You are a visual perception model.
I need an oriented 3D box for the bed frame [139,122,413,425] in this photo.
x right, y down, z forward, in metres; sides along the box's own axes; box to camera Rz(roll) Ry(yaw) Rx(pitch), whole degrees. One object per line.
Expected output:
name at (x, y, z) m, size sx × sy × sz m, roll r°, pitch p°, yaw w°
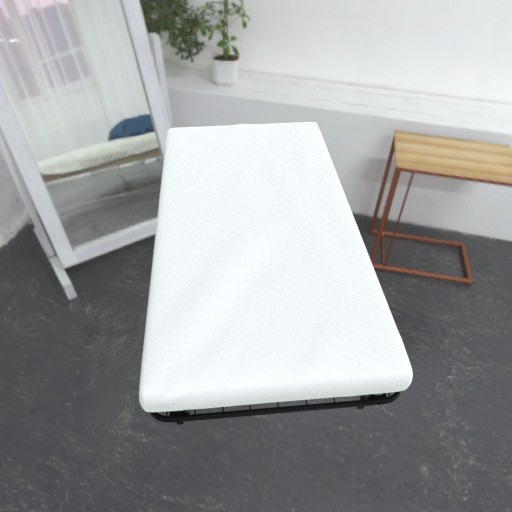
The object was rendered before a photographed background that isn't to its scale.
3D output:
bed frame at (0.000, 0.000, 2.392) m, size 0.989 × 0.619 × 1.903 m, roll -4°, pitch 44°, yaw -4°
